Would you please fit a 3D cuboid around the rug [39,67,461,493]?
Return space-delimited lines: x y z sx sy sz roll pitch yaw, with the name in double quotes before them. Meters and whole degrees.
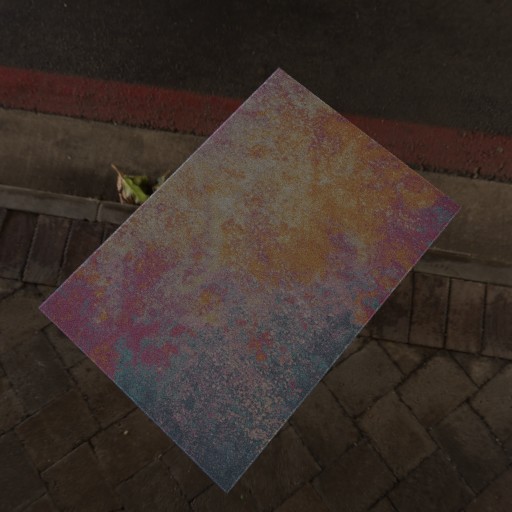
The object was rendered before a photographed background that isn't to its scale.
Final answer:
"rug" 0.000 0.000 3.574 2.007 0.013 2.896 41 80 9
